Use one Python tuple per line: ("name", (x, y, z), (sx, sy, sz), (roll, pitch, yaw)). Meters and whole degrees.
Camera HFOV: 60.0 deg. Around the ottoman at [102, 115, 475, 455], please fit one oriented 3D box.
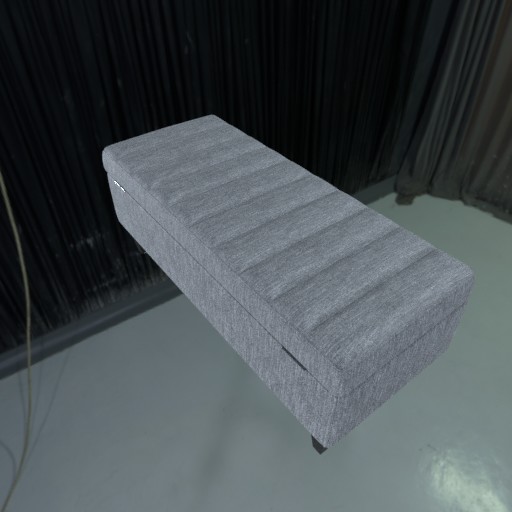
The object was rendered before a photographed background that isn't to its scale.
("ottoman", (0.000, 0.000, 1.419), (0.482, 0.469, 1.151), (-27, 48, -27))
